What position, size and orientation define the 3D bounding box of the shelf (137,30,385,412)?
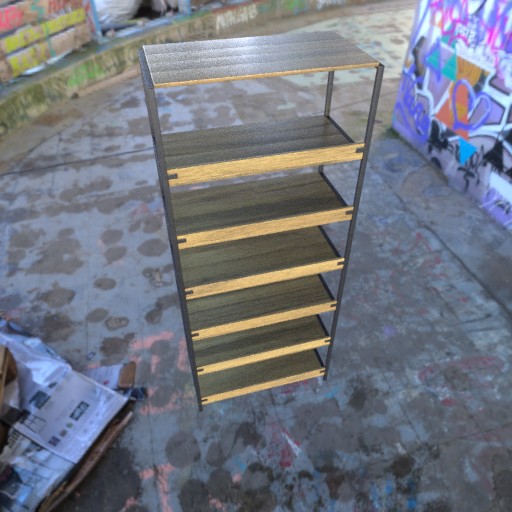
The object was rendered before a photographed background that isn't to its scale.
[{"bbox_3d":[0.000,0.000,2.324,0.847,2.015,0.431,-10,42,-12],"label":"shelf"}]
